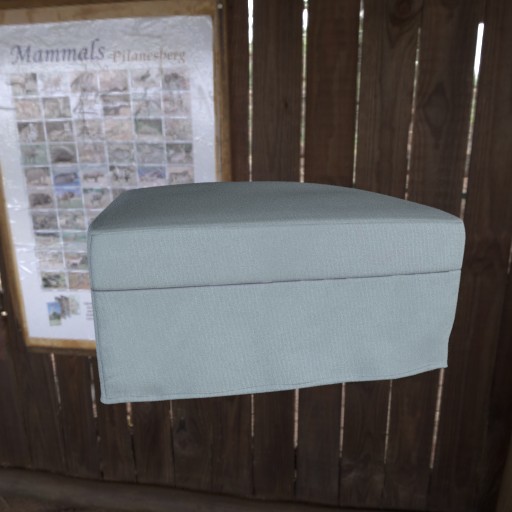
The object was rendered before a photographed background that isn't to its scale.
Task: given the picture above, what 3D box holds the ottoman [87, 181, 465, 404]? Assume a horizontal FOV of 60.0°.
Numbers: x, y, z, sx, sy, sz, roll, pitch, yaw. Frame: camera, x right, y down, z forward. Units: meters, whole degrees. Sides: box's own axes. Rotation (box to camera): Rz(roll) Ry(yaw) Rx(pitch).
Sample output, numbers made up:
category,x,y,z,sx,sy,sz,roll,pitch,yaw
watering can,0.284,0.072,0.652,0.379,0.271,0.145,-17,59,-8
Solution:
category,x,y,z,sx,sy,sz,roll,pitch,yaw
ottoman,0.000,0.000,1.342,0.842,0.441,0.843,-3,14,-11
